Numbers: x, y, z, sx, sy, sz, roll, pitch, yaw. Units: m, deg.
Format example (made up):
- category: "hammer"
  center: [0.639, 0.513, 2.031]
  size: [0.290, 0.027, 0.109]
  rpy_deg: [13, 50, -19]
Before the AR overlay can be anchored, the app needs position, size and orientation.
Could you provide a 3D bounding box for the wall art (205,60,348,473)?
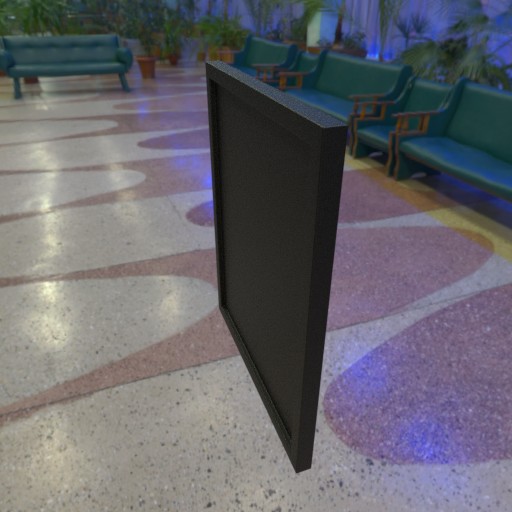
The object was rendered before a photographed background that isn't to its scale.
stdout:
- category: "wall art"
  center: [0.000, 0.000, 0.758]
  size: [0.028, 0.559, 0.457]
  rpy_deg: [-11, 33, -17]
